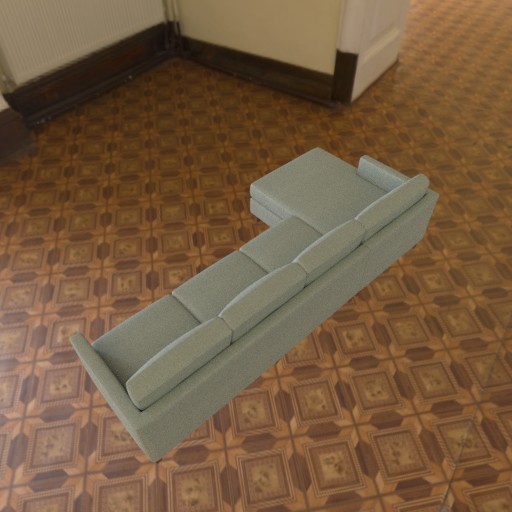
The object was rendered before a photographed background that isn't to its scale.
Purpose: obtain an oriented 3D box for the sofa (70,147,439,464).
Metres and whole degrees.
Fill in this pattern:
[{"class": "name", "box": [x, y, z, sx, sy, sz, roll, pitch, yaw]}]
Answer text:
[{"class": "sofa", "box": [0.000, 0.000, 4.134, 3.470, 0.953, 1.600, -34, 56, -27]}]
